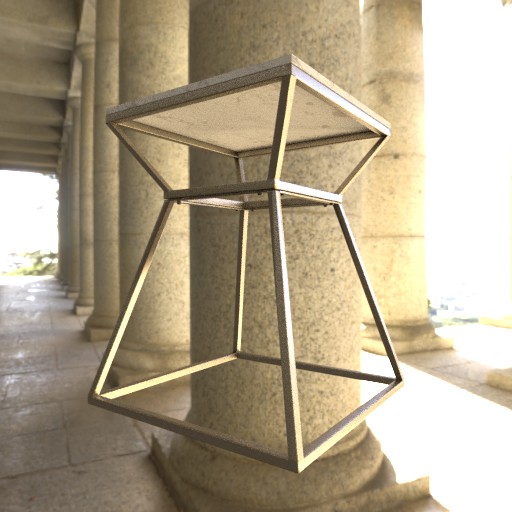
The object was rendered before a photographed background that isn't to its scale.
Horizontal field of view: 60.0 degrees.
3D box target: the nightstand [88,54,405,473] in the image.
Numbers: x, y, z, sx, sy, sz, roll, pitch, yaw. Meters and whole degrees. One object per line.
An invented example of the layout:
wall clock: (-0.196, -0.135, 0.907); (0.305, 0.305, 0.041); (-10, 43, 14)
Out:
nightstand: (0.000, 0.000, 0.883); (0.455, 0.554, 0.455); (1, 1, 35)
